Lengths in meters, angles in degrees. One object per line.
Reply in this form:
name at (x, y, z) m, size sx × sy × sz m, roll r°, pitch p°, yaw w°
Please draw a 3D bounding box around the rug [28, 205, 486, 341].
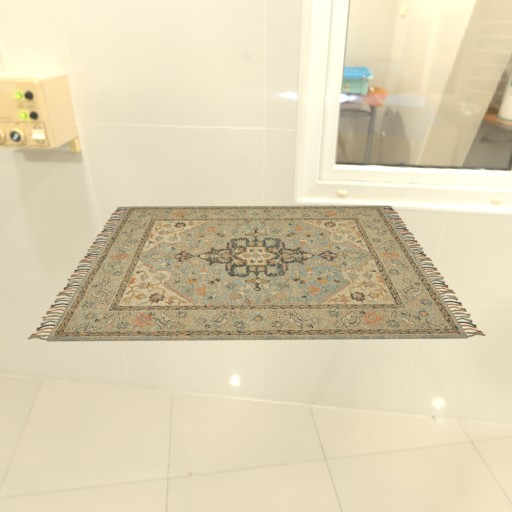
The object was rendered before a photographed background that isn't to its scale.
rug at (0.000, 0.000, 2.221) m, size 1.730 × 0.009 × 1.278 m, roll 0°, pitch 29°, yaw -1°
